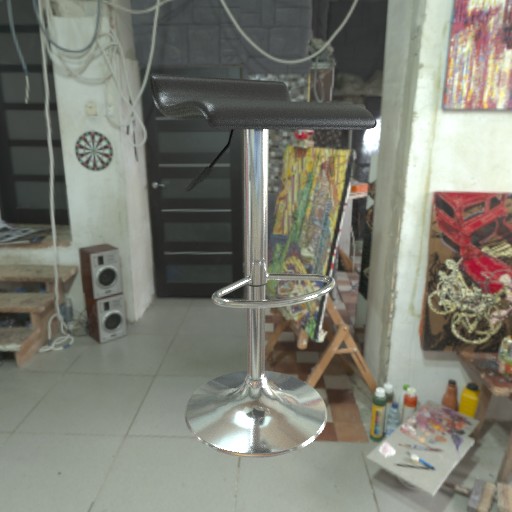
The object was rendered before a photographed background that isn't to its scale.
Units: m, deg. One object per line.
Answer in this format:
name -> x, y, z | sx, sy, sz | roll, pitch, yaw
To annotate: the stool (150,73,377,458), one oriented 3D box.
stool -> 0.000, 0.000, 1.081 | 0.381, 0.851, 0.381 | -8, 17, -26
